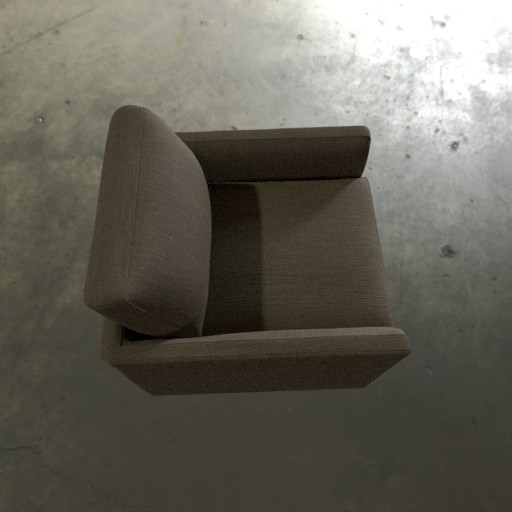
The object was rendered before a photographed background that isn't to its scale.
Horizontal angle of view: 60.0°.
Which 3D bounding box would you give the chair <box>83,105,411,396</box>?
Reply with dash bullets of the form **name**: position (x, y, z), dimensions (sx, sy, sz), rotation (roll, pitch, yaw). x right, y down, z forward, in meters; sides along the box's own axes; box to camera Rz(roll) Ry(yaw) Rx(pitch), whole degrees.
- **chair**: position (0.000, 0.000, 1.456), dimensions (0.834, 0.811, 0.763), rotation (-2, 65, -1)
